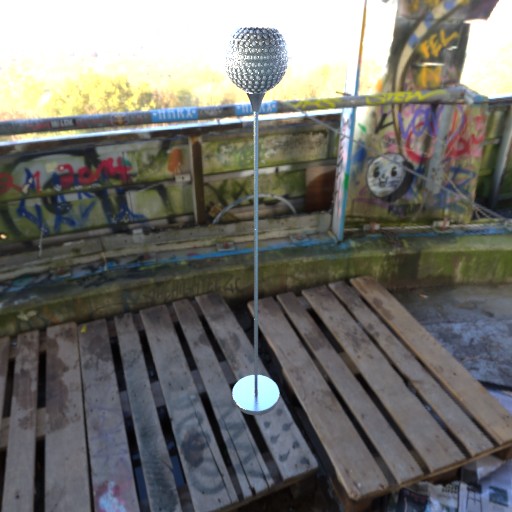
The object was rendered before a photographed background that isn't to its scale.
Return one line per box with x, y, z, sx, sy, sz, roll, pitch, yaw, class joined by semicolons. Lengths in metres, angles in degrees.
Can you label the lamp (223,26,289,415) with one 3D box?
0.000;0.000;1.966;0.254;1.805;0.254;0;31;0;lamp
